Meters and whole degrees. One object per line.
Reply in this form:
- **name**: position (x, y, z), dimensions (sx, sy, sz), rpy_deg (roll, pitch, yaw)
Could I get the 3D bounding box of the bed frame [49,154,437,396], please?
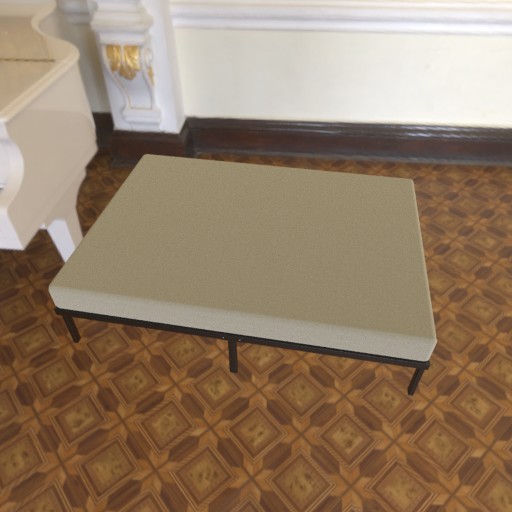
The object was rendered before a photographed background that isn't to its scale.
- **bed frame**: position (0.000, 0.000, 3.790), dimensions (2.842, 0.680, 2.205), rpy_deg (12, 44, 13)
